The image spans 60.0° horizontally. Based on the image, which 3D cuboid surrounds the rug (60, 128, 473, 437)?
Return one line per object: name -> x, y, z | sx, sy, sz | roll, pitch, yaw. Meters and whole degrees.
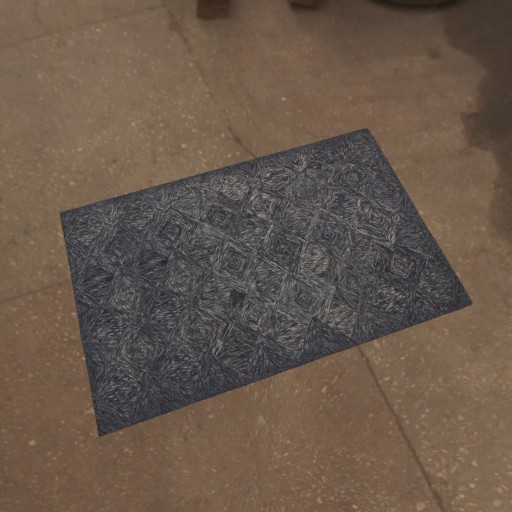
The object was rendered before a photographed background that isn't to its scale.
rug -> 0.000, 0.000, 2.173 | 1.754, 0.010, 1.139 | -17, 65, -8
